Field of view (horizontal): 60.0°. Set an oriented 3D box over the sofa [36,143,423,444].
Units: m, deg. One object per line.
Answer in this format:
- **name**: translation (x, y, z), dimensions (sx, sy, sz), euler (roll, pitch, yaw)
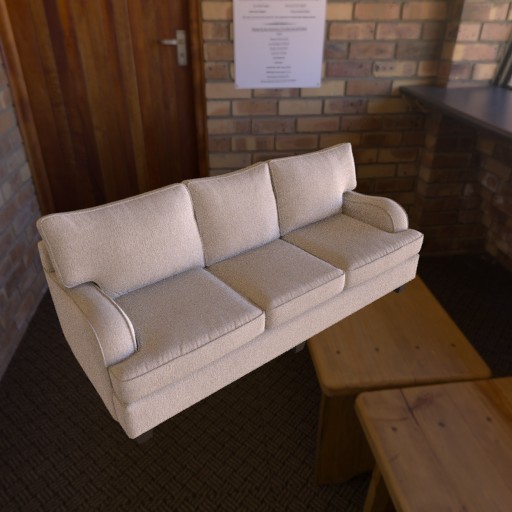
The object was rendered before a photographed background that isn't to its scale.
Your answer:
- **sofa**: translation (0.000, 0.000, 2.847), dimensions (2.323, 0.991, 1.016), euler (-22, 36, -33)
